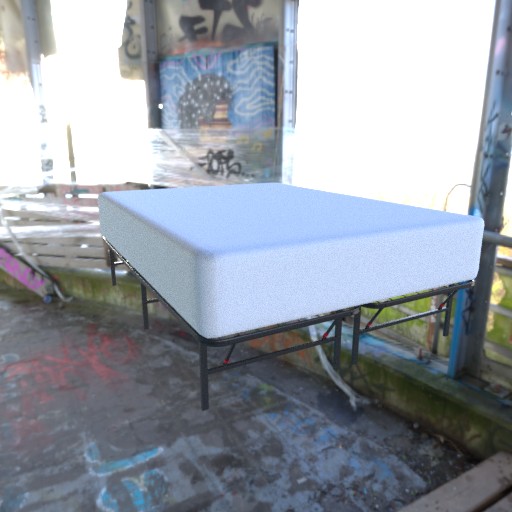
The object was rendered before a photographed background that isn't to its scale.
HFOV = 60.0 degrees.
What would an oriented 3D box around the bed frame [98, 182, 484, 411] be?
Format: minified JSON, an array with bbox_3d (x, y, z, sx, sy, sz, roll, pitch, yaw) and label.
[{"bbox_3d":[0.000,0.000,2.771,1.528,0.677,2.037,-8,17,-28],"label":"bed frame"}]
